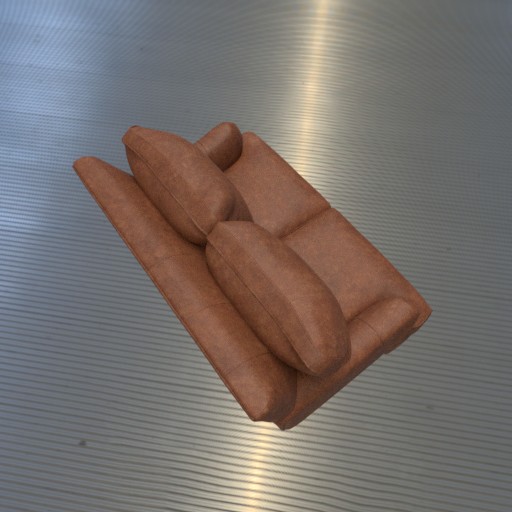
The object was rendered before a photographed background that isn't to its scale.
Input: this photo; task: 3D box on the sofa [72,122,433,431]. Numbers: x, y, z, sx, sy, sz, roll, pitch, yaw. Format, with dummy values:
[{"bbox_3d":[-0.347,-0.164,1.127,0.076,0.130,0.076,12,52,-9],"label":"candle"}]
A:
[{"bbox_3d":[0.000,0.000,2.261,1.077,1.004,1.527,-33,65,-18],"label":"sofa"}]
